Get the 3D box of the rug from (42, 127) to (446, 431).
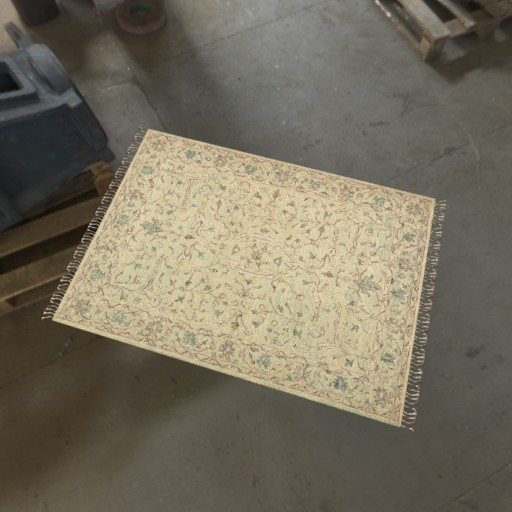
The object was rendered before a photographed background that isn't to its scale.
[{"bbox_3d":[0.000,0.000,2.280,1.802,0.008,1.247,15,66,7],"label":"rug"}]
